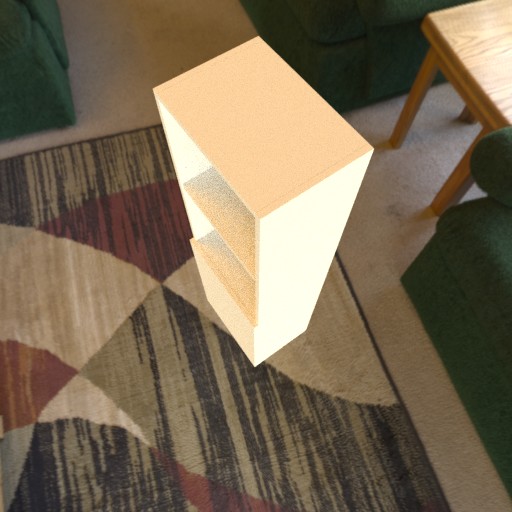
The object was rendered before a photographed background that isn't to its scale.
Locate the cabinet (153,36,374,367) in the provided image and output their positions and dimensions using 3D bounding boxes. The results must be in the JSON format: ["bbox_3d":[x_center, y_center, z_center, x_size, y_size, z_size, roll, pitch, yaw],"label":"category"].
[{"bbox_3d":[0.000,0.000,1.536,0.300,1.350,0.400,-33,69,-14],"label":"cabinet"}]
